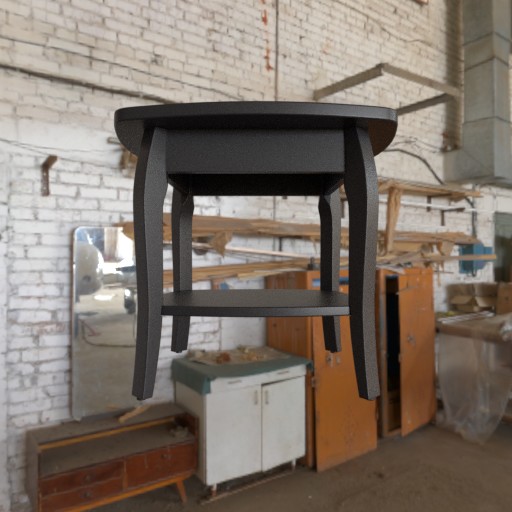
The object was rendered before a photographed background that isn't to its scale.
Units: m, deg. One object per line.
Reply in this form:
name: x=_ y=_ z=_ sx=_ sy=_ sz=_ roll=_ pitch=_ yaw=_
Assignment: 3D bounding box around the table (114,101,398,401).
table: x=0.000 y=0.000 z=0.877 sx=0.508 sy=0.457 sz=0.457 roll=0 pitch=0 yaw=0
